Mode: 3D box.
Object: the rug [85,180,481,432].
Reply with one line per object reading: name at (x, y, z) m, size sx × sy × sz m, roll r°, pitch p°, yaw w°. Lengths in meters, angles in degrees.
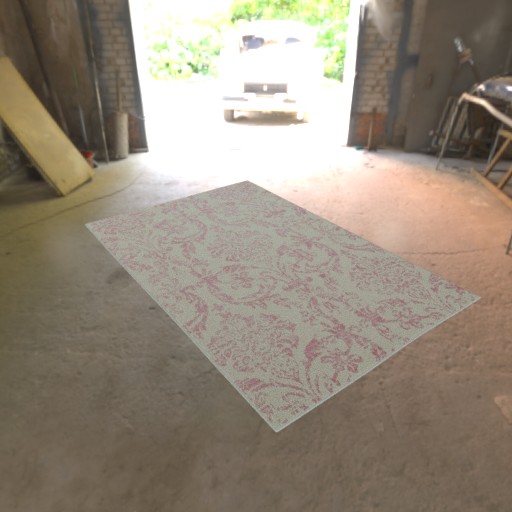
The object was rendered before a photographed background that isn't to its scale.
rug at (0.000, 0.000, 2.363) m, size 1.219 × 0.012 × 1.839 m, roll -21°, pitch 37°, yaw -31°
